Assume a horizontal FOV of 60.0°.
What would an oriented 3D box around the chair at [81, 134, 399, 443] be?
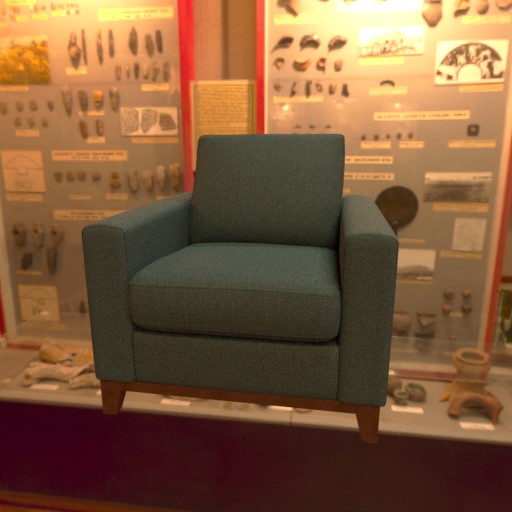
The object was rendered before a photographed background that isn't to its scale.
[{"bbox_3d":[0.000,0.000,1.879,1.024,1.010,1.038,2,15,10],"label":"chair"}]
